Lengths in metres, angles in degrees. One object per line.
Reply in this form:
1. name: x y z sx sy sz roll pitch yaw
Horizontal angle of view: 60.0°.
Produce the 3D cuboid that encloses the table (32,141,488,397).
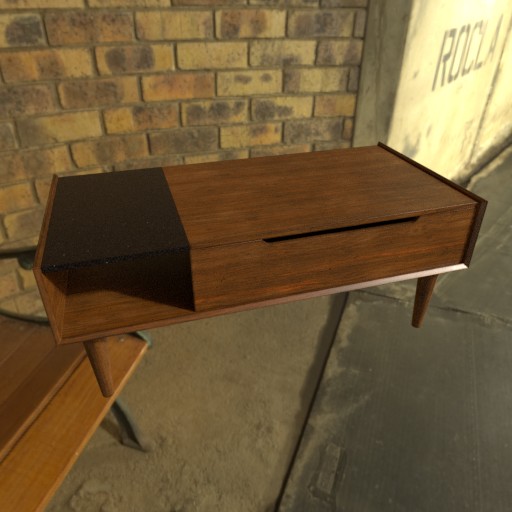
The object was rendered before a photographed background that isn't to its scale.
1. table: 0.000 0.000 1.512 1.221 0.508 0.610 -9 32 -15
